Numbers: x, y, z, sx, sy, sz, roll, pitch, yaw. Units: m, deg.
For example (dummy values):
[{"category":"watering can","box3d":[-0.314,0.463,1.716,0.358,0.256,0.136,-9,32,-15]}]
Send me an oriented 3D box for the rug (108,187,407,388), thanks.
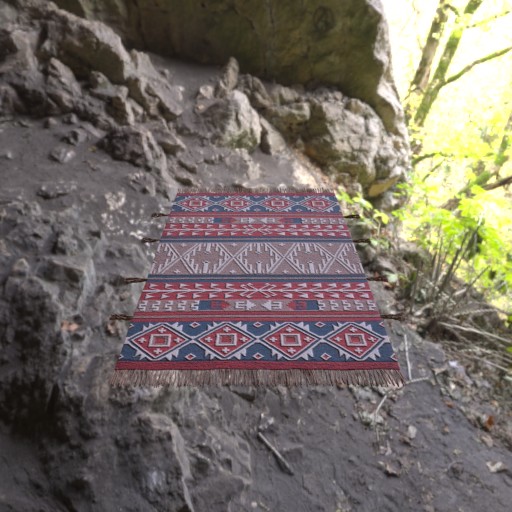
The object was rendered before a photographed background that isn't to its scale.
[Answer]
[{"category":"rug","box3d":[0.000,0.000,2.664,1.469,0.040,2.025,0,32,0]}]
